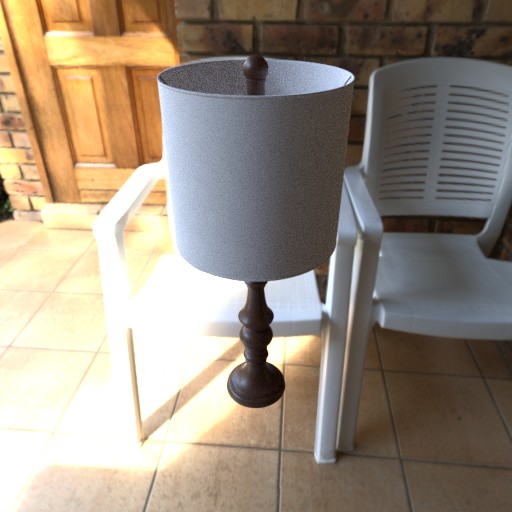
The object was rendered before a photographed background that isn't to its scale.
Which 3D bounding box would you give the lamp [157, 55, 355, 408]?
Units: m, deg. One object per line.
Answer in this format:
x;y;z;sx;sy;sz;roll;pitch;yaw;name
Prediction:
0.000;0.000;0.717;0.250;0.597;0.250;-1;32;-1;lamp
